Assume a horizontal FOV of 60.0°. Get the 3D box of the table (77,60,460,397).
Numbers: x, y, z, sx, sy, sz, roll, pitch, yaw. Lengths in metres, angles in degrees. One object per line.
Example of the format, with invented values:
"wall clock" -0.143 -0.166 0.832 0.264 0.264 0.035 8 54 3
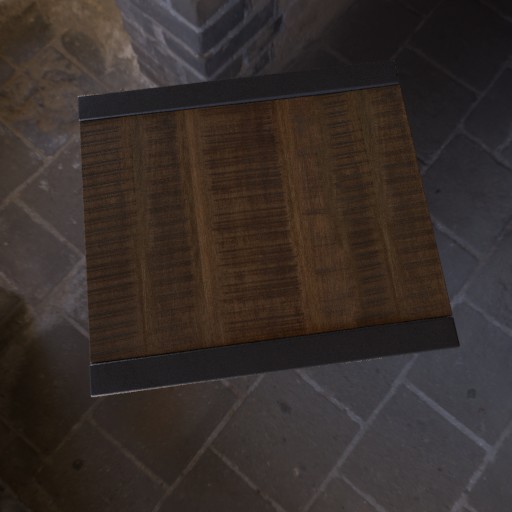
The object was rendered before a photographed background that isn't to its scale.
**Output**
"table" 0.000 0.000 0.908 0.500 0.550 0.449 -7 77 -2
